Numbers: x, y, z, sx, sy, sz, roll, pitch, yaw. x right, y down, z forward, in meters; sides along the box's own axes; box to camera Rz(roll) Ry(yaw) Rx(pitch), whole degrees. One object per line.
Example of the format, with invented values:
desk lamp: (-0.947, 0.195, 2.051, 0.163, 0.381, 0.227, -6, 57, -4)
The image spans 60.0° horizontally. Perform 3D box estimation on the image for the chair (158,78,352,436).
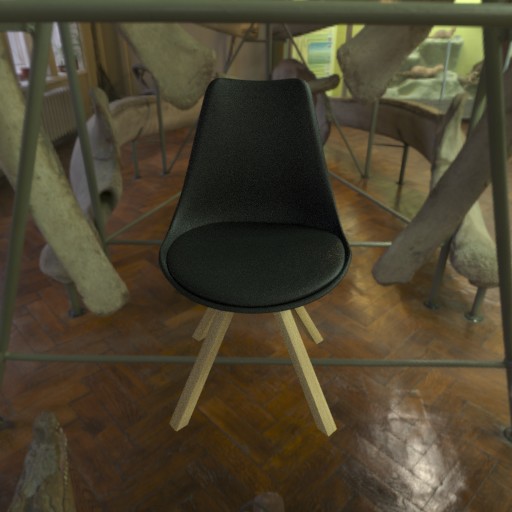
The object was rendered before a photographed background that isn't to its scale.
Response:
chair: (0.000, 0.000, 1.213, 0.485, 0.850, 0.549, 1, 29, 2)
